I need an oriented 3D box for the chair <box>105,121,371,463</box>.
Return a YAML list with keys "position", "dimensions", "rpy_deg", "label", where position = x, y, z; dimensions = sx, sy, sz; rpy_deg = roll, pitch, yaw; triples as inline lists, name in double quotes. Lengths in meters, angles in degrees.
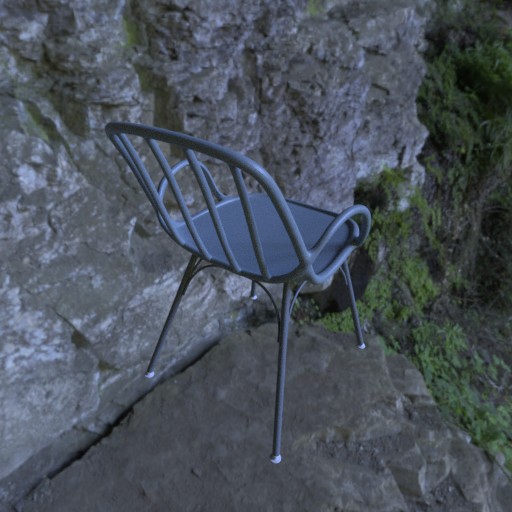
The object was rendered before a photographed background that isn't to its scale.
- position: [0.000, 0.000, 1.219]
  dimensions: [0.549, 0.816, 0.597]
  rpy_deg: [21, 37, 31]
  label: "chair"
